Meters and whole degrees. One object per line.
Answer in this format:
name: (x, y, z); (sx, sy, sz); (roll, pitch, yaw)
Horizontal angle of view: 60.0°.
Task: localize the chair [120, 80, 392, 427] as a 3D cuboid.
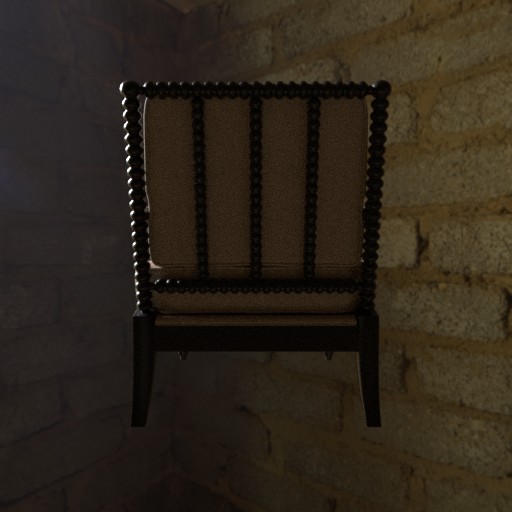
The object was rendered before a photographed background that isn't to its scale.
chair: (0.000, 0.000, 1.175); (0.555, 0.703, 0.657); (0, 2, 0)
